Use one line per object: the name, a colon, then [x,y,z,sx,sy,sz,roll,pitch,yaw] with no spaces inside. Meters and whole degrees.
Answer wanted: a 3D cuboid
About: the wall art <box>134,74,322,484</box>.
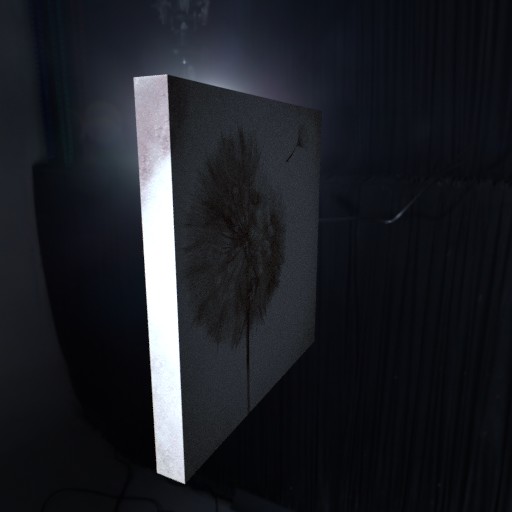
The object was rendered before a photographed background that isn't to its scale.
wall art: [0.000,0.000,0.453,0.028,0.303,0.303,7,15,26]
